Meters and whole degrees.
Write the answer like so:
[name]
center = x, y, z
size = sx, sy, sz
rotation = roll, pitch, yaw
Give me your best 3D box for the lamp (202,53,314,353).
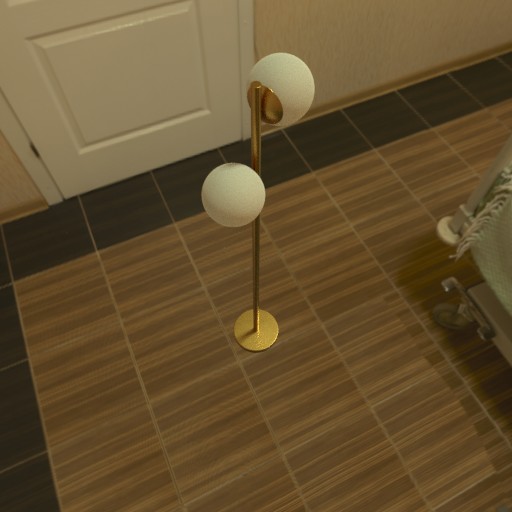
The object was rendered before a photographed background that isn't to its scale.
[lamp]
center = 0.000, 0.000, 1.798
size = 0.249, 1.641, 0.419
rotation = 31, 64, 18
